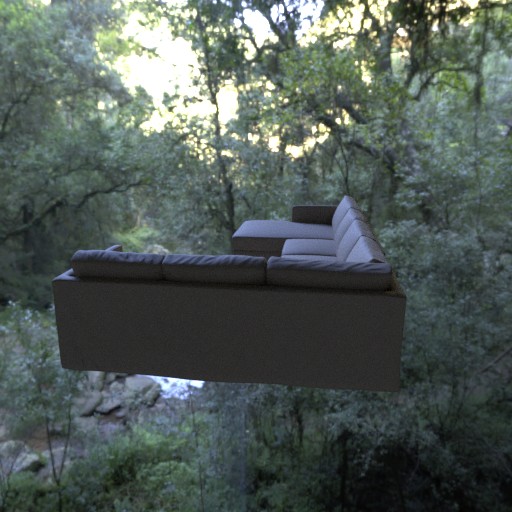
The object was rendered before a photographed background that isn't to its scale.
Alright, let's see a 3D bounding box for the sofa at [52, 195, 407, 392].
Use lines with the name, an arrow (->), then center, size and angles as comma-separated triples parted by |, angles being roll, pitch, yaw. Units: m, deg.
sofa -> 0.000, 0.000, 4.650 | 2.476, 0.878, 3.528 | 2, 16, 7
